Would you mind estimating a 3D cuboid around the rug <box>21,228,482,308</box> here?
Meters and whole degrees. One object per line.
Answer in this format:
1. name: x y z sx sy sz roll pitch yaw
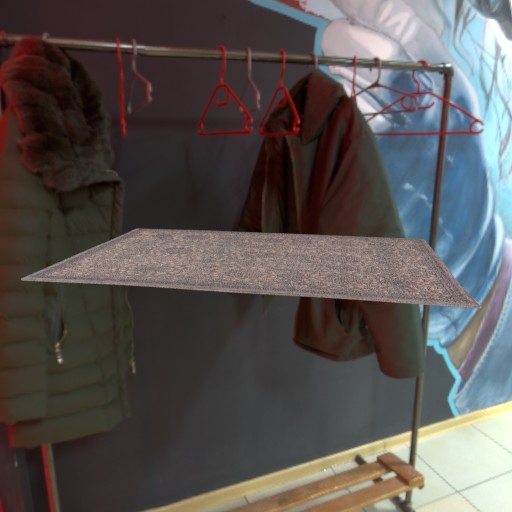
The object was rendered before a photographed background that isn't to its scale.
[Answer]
1. rug: 0.000 0.000 3.076 2.498 0.022 1.535 3 15 10
